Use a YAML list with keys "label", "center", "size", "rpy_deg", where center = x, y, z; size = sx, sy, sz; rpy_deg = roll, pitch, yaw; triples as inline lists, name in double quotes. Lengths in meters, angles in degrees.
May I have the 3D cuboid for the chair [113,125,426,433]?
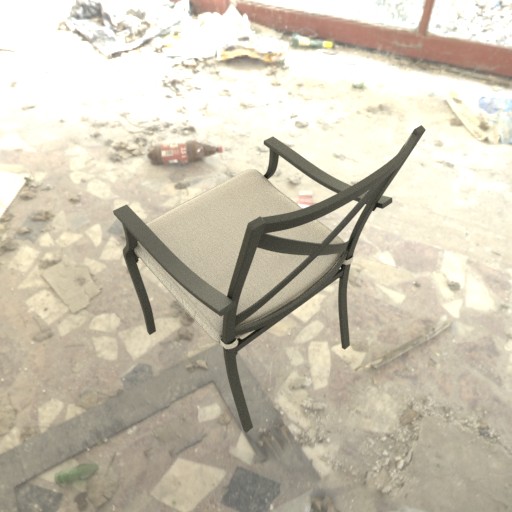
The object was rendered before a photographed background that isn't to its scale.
- label: "chair"
  center: [0.000, 0.000, 1.298]
  size: [0.575, 0.889, 0.620]
  rpy_deg: [-32, 54, -27]
